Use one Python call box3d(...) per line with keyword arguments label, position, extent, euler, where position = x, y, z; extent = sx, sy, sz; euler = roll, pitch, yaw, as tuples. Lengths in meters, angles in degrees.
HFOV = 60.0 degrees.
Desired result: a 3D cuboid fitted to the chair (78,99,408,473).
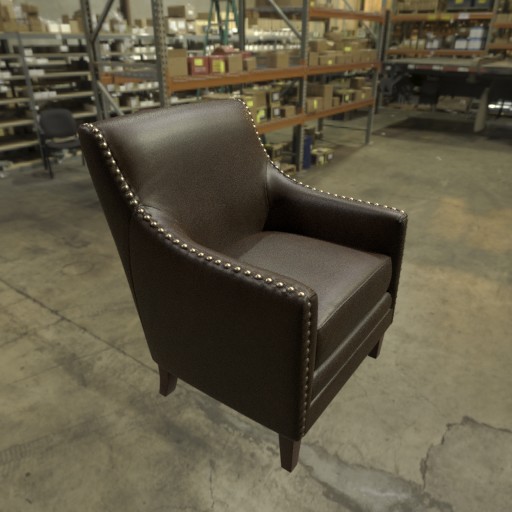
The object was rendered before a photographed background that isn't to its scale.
box3d(label="chair", position=(0.000, 0.000, 1.327), extent=(0.704, 0.813, 0.639), euler=(18, 32, 32))
